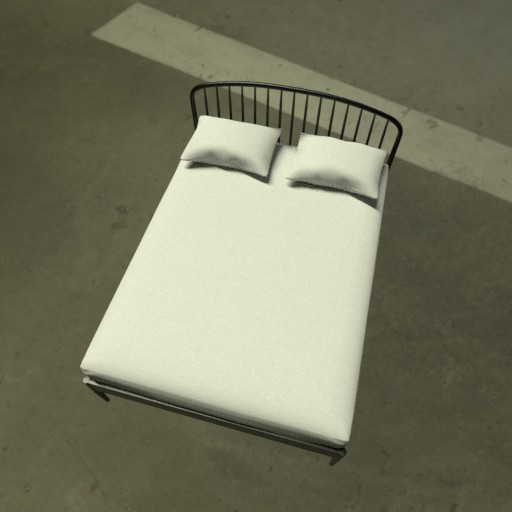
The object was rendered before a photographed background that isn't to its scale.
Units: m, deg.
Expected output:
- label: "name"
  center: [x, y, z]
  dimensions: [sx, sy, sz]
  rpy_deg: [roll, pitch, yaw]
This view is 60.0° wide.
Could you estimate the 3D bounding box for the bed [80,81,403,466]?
- label: "bed"
  center: [0.000, 0.000, 3.038]
  dimensions: [1.618, 1.166, 2.159]
  rpy_deg: [13, 58, 8]
